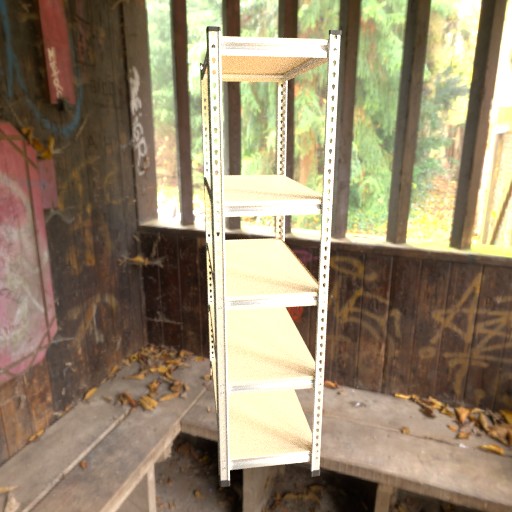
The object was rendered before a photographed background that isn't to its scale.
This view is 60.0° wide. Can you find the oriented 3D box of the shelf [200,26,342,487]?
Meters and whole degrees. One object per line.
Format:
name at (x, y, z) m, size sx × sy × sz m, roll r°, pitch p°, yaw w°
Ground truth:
shelf at (0.000, 0.000, 2.152) m, size 0.457 × 1.829 × 0.914 m, roll -2°, pitch 16°, yaw -8°
